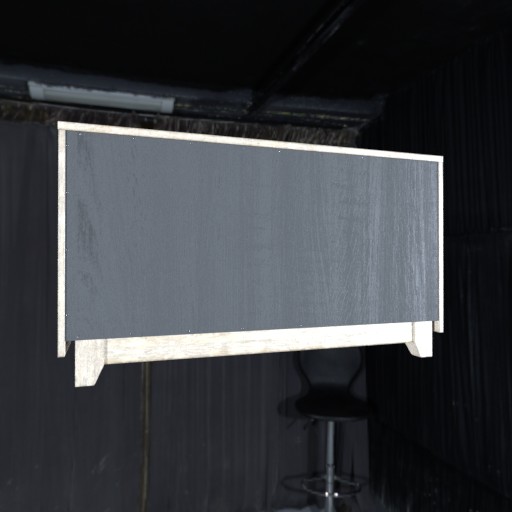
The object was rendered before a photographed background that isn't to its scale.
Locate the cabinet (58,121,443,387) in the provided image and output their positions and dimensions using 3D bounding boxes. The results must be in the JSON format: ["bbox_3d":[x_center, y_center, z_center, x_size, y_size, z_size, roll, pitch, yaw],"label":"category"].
[{"bbox_3d":[0.000,0.000,1.837,1.460,0.825,0.511,0,0,-19],"label":"cabinet"}]
